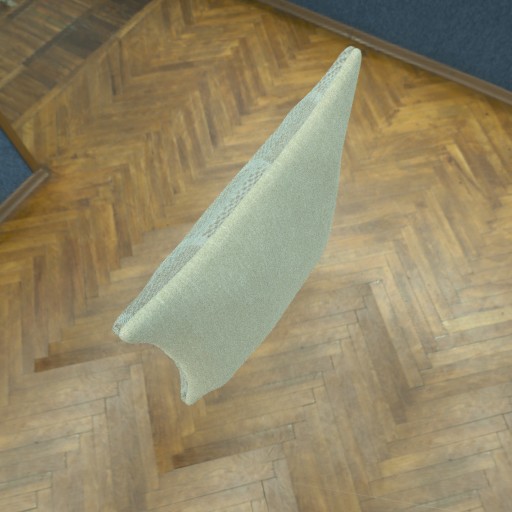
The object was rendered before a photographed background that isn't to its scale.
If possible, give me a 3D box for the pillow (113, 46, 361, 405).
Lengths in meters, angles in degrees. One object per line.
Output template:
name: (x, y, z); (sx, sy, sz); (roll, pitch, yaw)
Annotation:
pillow: (0.000, 0.000, 0.653); (0.138, 0.432, 0.436); (31, 68, 14)
